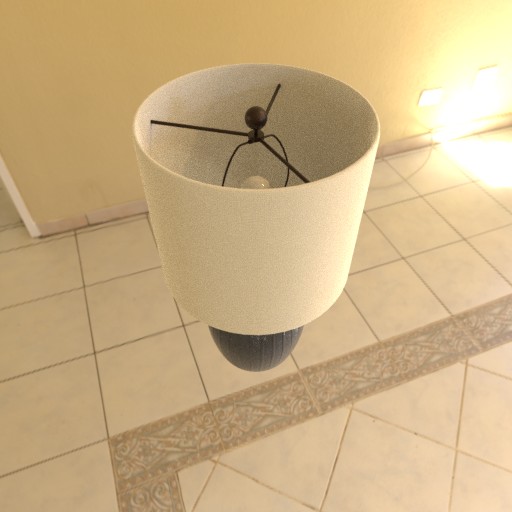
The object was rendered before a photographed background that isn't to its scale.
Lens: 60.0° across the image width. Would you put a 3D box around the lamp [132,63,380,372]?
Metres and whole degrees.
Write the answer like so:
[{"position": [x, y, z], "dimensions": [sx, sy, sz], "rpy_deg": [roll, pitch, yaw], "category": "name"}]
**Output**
[{"position": [0.000, 0.000, 0.791], "dimensions": [0.329, 0.570, 0.329], "rpy_deg": [-24, 51, -21], "category": "lamp"}]
